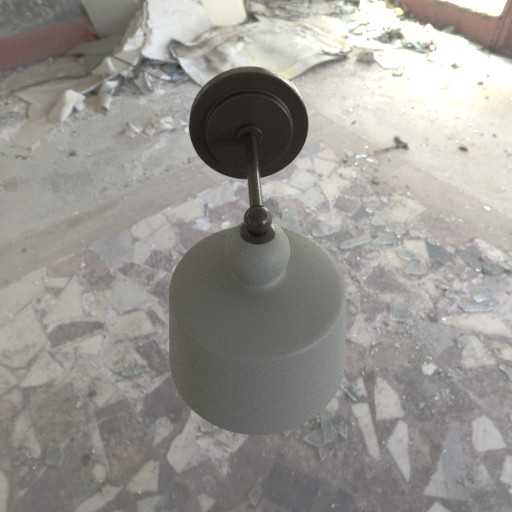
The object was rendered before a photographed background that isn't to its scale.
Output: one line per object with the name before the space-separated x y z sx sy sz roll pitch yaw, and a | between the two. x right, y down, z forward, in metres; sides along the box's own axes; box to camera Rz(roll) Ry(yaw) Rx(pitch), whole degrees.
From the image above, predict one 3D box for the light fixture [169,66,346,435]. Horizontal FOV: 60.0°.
light fixture | 0.000 0.000 0.440 0.204 0.268 0.254 -3 47 -2
